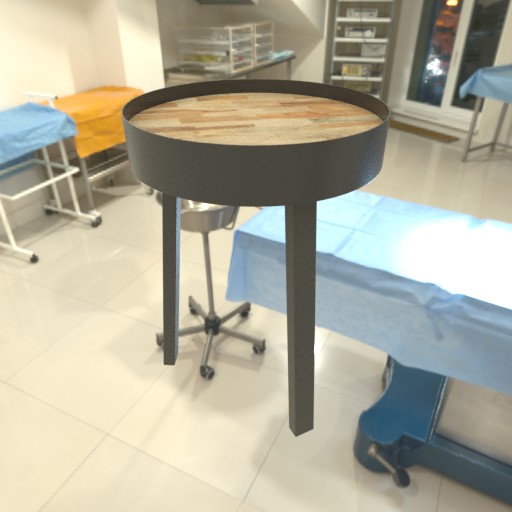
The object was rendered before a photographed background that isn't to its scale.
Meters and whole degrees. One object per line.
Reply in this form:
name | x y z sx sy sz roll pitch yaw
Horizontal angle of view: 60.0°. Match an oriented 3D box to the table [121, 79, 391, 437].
table | 0.000 0.000 0.839 0.406 0.559 0.406 0 32 0
